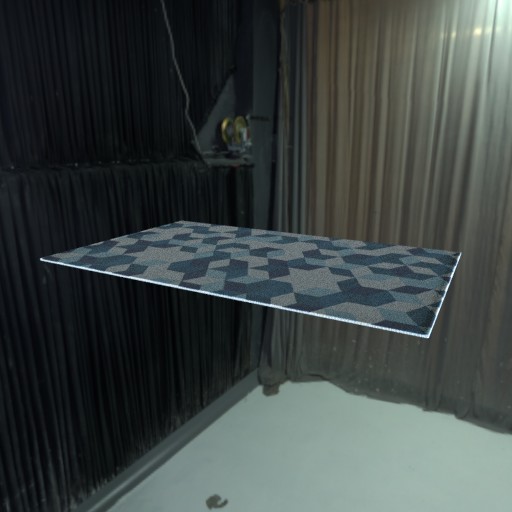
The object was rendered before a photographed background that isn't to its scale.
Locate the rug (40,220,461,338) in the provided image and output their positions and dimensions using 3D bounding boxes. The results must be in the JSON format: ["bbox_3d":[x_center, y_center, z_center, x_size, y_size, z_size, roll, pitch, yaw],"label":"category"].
[{"bbox_3d":[0.000,0.000,3.018,2.438,0.015,1.518,8,17,28],"label":"rug"}]
